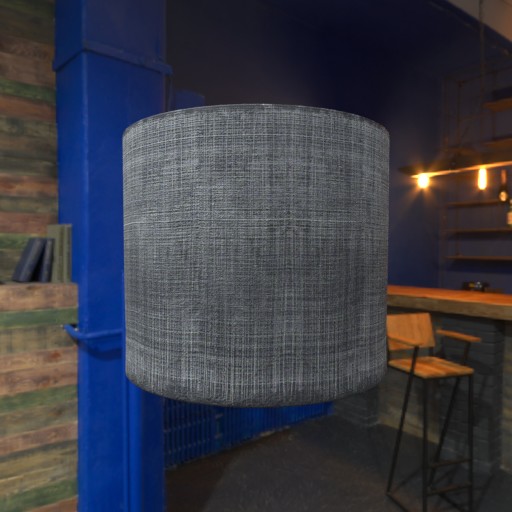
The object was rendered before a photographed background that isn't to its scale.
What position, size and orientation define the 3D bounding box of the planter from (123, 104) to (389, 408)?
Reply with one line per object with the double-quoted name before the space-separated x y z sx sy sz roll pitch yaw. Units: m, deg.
"planter" 0.000 0.000 0.443 0.254 0.221 0.254 0 1 0
